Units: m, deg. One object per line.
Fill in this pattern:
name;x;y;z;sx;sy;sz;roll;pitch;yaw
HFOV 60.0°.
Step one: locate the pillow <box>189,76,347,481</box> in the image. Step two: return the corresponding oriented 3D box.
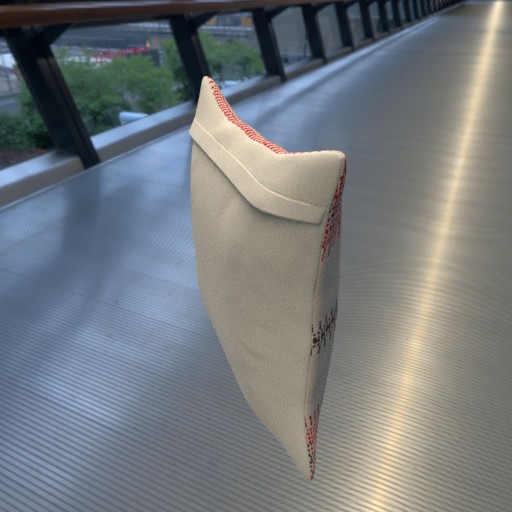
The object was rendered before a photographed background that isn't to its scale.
pillow;0.000;0.000;0.677;0.160;0.454;0.463;-10;32;-17
